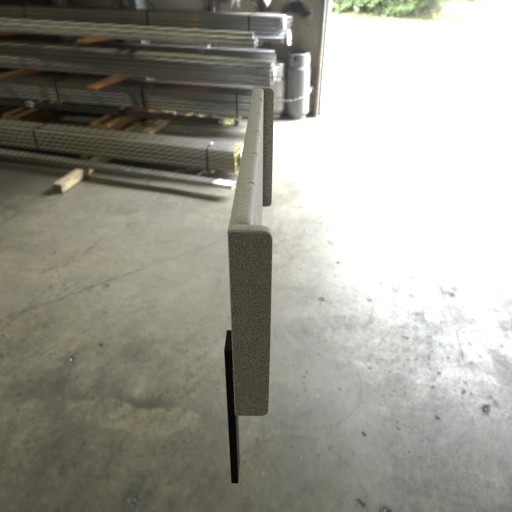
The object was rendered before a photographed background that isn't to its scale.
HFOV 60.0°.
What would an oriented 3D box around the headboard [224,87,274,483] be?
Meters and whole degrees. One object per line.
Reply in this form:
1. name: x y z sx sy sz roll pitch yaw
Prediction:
1. headboard: 0.000 0.000 2.686 0.184 1.524 2.051 1 33 2
